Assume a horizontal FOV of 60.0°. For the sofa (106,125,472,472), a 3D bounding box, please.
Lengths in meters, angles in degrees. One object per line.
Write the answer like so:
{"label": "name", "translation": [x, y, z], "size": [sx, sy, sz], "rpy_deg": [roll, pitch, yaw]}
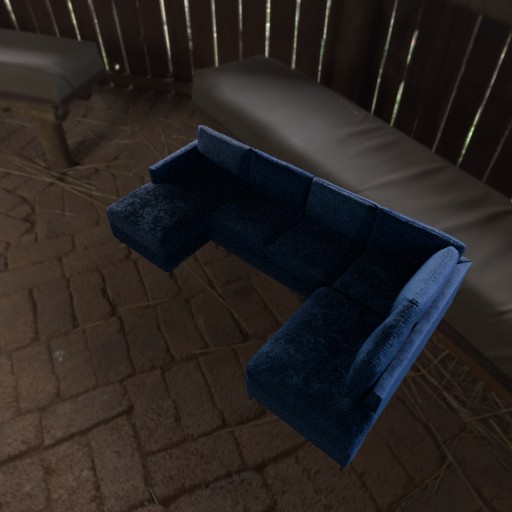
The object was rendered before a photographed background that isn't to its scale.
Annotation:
{"label": "sofa", "translation": [0.000, 0.000, 4.357], "size": [3.434, 0.992, 2.055], "rpy_deg": [31, 53, 26]}
